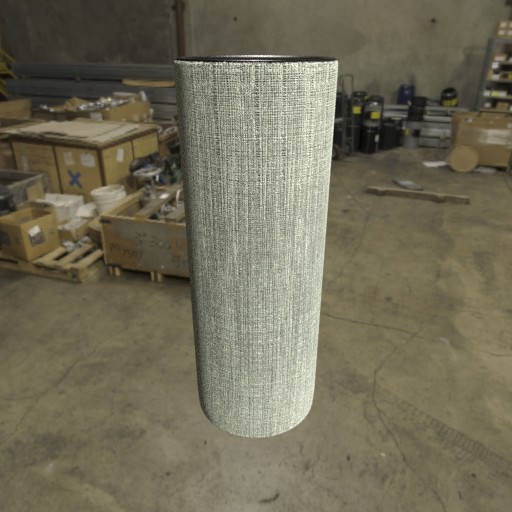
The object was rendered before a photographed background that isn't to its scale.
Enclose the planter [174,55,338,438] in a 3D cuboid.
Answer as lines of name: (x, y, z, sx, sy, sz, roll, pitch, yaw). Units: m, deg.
planter: (0.000, 0.000, 0.330, 0.100, 0.270, 0.100, 9, 27, 17)
